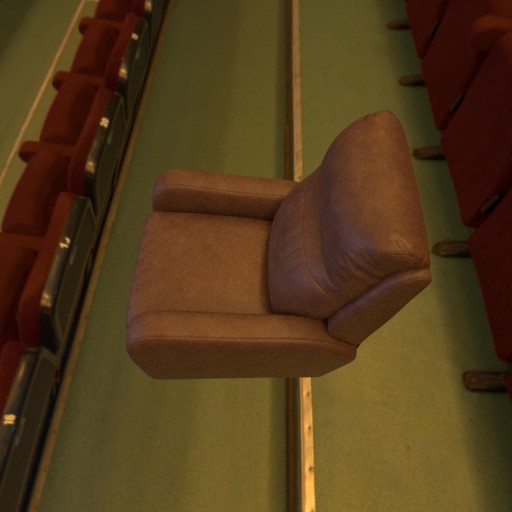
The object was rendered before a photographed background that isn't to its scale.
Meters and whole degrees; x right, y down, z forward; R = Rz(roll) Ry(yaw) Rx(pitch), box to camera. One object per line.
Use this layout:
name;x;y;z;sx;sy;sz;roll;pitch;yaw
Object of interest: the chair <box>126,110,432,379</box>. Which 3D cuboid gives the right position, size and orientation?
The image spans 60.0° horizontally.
chair;0.000;0.000;1.841;1.067;1.067;0.865;1;58;1
